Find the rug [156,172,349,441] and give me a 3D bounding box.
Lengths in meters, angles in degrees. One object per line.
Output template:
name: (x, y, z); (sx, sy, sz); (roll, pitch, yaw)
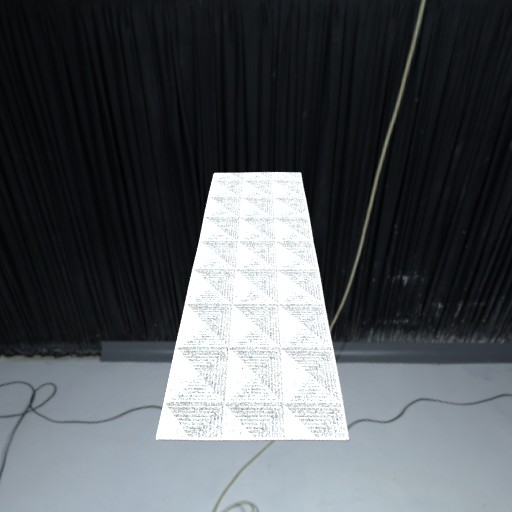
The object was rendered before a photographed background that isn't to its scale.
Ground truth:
rug: (0.000, 0.000, 2.366); (0.645, 0.015, 2.182); (0, 34, 0)
